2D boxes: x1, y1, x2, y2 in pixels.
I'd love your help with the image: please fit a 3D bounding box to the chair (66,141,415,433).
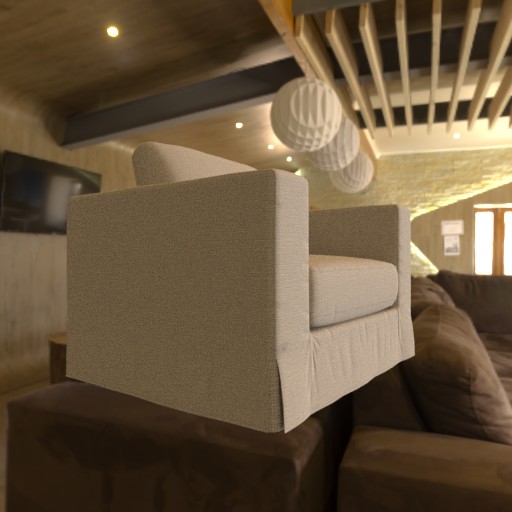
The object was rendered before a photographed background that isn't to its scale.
[{"bbox_3d":[0.000,0.000,1.808,0.957,0.878,1.150,0,0,36],"label":"chair"}]
